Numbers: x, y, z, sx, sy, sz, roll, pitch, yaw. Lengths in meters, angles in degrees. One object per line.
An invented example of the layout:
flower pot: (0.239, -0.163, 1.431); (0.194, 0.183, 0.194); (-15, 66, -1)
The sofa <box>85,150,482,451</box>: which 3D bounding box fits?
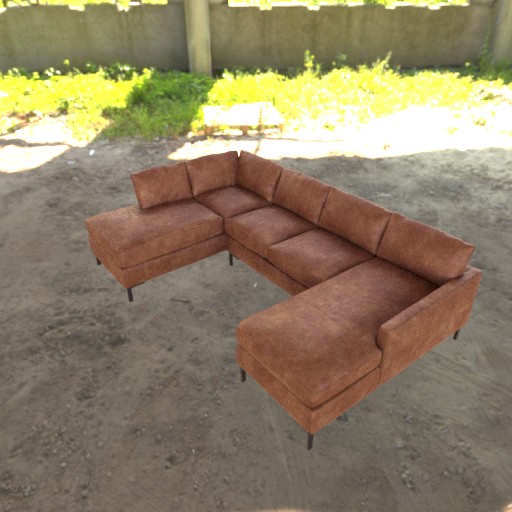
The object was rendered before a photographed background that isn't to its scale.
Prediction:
sofa: (0.000, 0.000, 3.819); (1.939, 0.900, 2.956); (-22, 37, -32)
